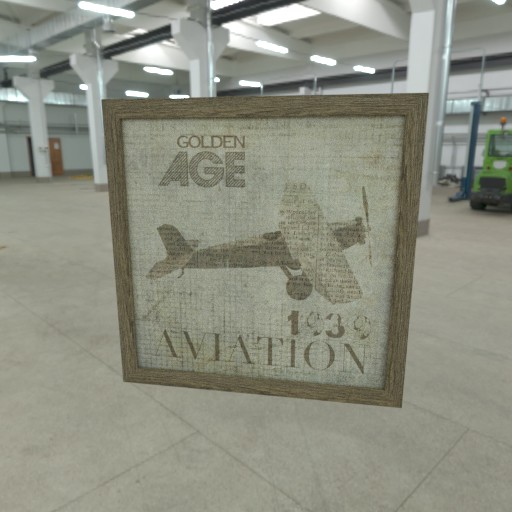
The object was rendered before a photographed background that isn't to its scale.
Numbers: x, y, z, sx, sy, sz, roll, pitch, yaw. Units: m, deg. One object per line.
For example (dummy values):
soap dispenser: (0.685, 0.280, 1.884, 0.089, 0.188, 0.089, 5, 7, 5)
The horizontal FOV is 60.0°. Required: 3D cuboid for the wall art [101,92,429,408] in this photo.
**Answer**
wall art: (0.000, 0.000, 0.747, 0.508, 0.508, 0.019, 2, 14, 10)
